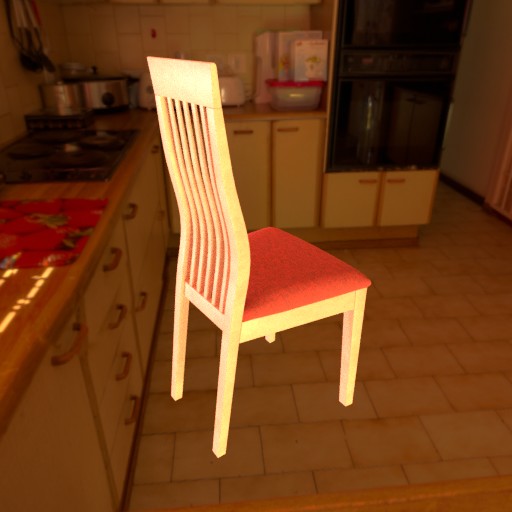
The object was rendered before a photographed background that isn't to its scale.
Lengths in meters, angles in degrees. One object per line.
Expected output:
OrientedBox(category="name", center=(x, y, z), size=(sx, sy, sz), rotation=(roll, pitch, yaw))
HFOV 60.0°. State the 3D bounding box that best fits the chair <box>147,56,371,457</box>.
OrientedBox(category="chair", center=(0.000, 0.000, 1.250), size=(0.474, 1.027, 0.460), rotation=(-18, 32, -31))
